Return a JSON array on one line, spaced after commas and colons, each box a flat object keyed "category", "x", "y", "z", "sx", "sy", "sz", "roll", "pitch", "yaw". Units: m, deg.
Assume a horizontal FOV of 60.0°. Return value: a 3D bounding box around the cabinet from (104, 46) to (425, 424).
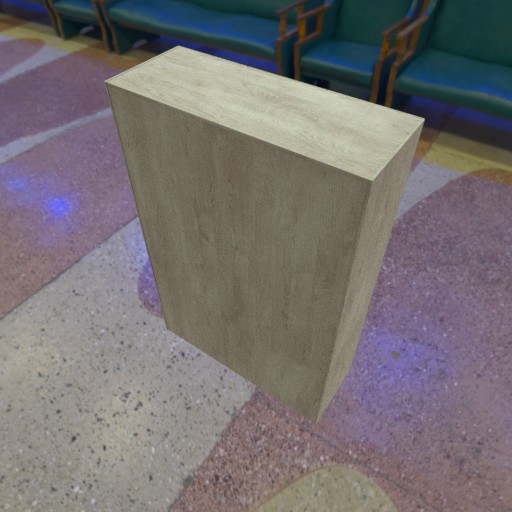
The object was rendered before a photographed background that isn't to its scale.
[{"category": "cabinet", "x": 0.000, "y": 0.000, "z": 2.549, "sx": 1.290, "sy": 1.910, "sz": 0.510, "roll": 27, "pitch": 52, "yaw": 23}]
